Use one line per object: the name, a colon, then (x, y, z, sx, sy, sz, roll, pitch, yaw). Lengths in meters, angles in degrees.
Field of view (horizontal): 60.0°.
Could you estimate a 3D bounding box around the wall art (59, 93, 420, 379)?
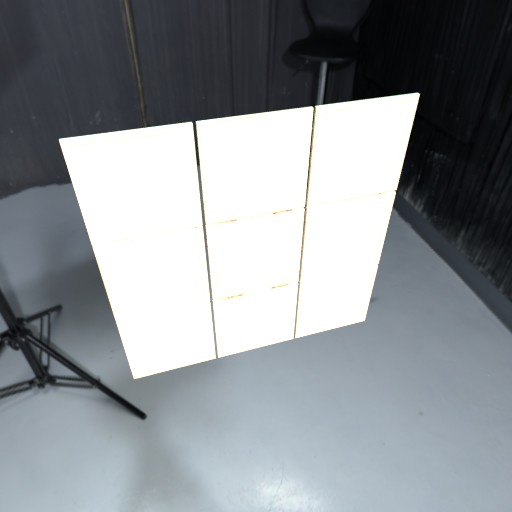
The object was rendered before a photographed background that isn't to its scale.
wall art: (0.000, 0.000, 1.841, 1.214, 1.219, 0.013, -12, 42, -13)
